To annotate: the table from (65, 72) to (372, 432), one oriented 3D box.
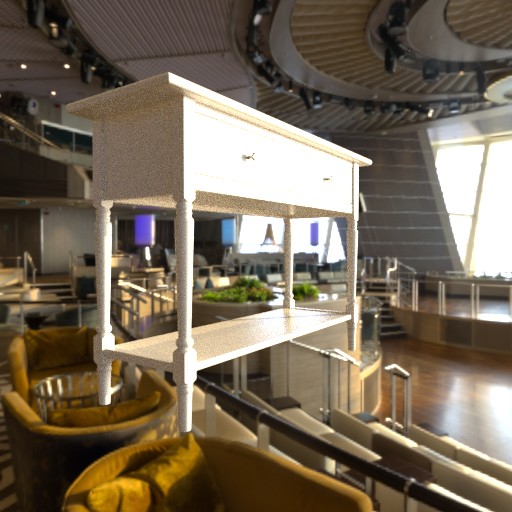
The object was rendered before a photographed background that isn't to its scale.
[{"bbox_3d":[0.000,0.000,1.545,0.386,0.814,1.191,1,2,35],"label":"table"}]
